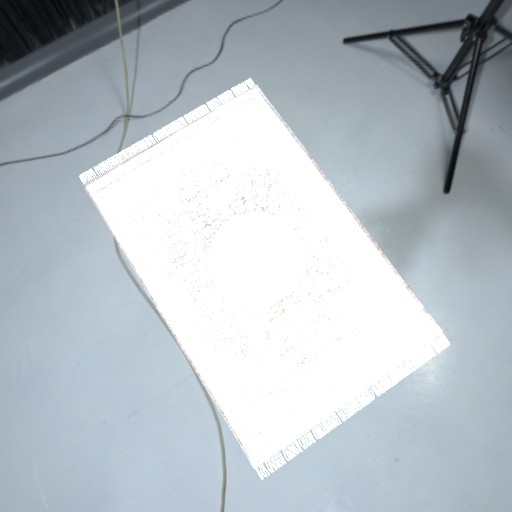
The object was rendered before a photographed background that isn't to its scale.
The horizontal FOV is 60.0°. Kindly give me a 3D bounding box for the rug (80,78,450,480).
[{"bbox_3d":[0.000,0.000,3.102,1.528,0.010,2.440,-32,78,-8],"label":"rug"}]
